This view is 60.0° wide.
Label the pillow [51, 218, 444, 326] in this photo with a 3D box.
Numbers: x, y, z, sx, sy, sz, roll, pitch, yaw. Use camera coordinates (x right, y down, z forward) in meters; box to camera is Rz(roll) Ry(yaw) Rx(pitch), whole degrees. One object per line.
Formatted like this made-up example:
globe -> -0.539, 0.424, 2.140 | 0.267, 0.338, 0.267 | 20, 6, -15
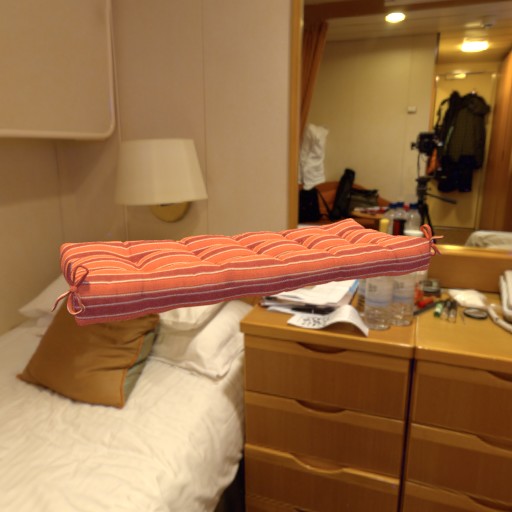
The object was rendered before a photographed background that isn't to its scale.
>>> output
pillow -> 0.000, 0.000, 1.394 | 1.194, 0.174, 0.511 | -7, 16, -25
